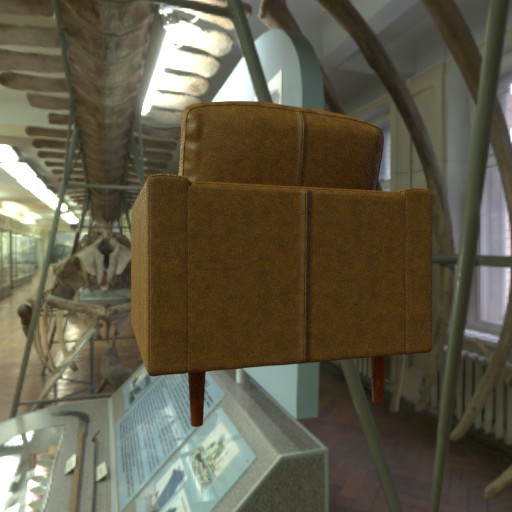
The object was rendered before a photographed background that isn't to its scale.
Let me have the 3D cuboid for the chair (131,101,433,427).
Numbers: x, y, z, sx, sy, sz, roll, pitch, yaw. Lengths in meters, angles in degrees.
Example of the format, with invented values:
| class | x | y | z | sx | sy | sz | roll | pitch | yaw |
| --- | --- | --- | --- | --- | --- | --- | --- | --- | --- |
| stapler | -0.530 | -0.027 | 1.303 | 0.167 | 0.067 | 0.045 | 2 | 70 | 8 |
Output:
| class | x | y | z | sx | sy | sz | roll | pitch | yaw |
| --- | --- | --- | --- | --- | --- | --- | --- | --- | --- |
| chair | 0.000 | 0.000 | 1.701 | 0.890 | 0.956 | 0.909 | 0 | 0 | -18 |
